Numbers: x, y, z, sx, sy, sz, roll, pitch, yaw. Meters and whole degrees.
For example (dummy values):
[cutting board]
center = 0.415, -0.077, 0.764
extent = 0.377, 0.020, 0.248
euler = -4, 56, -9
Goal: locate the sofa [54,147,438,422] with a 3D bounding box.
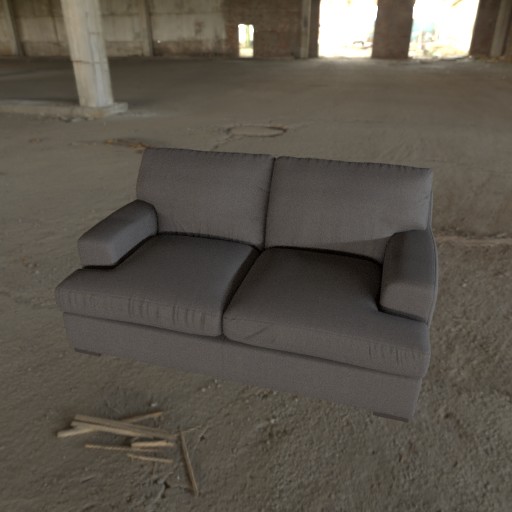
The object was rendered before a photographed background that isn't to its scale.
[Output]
[sofa]
center = 0.000, 0.000, 2.462
extent = 1.880, 0.940, 1.143
euler = 8, 28, 15
